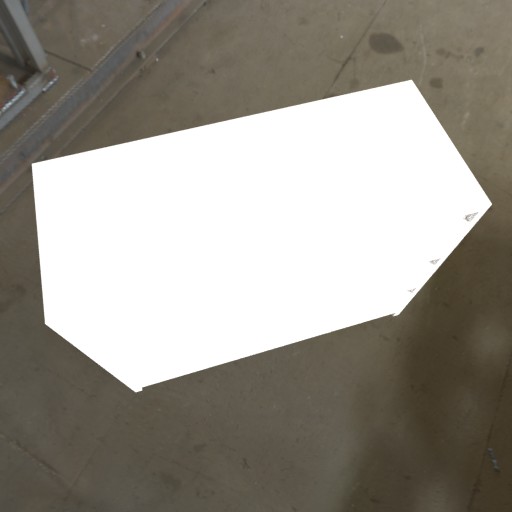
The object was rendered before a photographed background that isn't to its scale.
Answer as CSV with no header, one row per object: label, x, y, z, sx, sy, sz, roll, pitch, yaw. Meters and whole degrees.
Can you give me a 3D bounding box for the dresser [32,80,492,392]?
dresser,0.000,0.000,1.507,1.100,0.820,0.460,-15,64,-7
